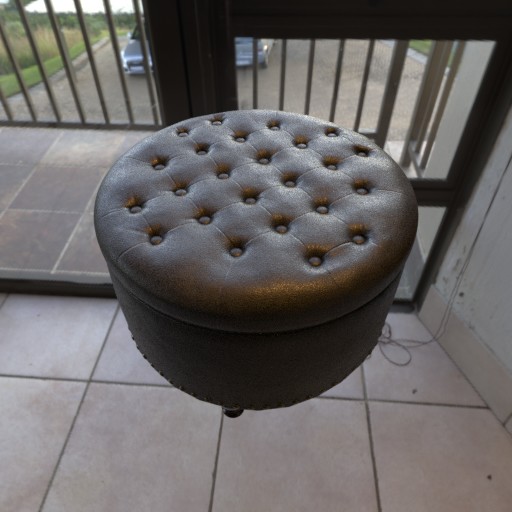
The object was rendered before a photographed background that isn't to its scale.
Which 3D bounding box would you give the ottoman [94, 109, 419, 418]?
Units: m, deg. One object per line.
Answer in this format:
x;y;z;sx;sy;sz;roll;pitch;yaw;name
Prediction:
0.000;0.000;1.024;0.637;0.442;0.637;0;45;0;ottoman
